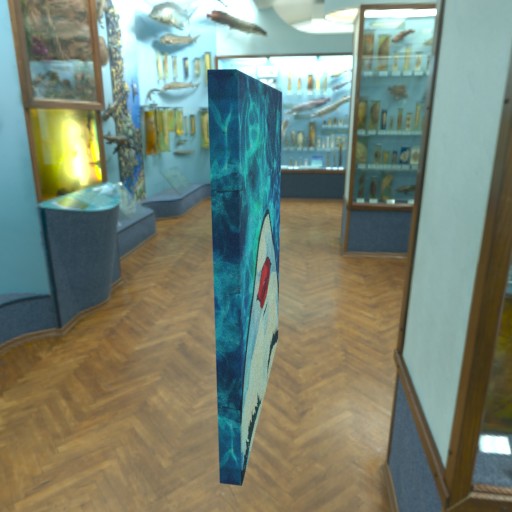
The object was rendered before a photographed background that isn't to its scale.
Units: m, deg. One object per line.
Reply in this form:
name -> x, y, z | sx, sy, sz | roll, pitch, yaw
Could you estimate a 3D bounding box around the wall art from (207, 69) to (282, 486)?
wall art -> 0.000, 0.000, 0.876 | 0.038, 0.635, 0.508 | 3, 18, 9
